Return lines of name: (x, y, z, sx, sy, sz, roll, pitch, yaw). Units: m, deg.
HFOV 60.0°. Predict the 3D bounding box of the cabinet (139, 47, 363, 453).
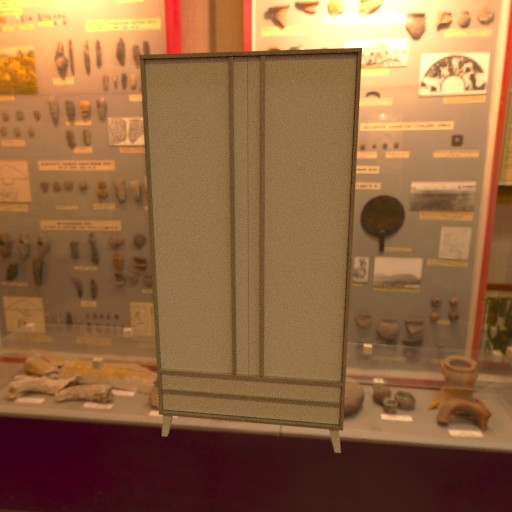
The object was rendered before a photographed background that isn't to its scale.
cabinet: (0.000, 0.000, 2.471, 1.006, 1.999, 0.571, 2, 13, 8)
